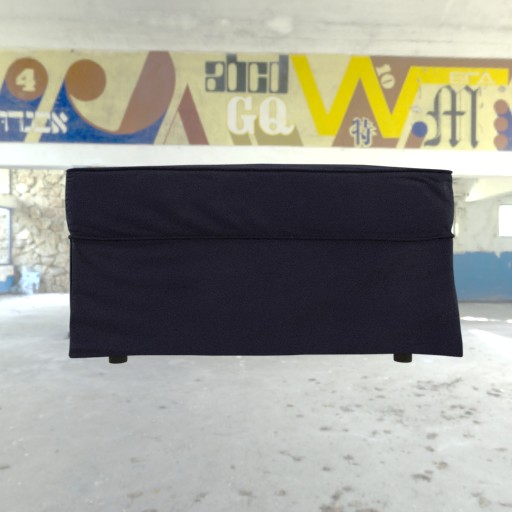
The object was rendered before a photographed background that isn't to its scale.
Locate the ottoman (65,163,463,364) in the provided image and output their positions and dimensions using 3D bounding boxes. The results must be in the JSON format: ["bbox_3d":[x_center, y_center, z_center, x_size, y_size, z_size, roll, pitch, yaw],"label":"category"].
[{"bbox_3d":[0.000,0.000,1.314,0.938,0.503,0.637,0,1,-1],"label":"ottoman"}]
